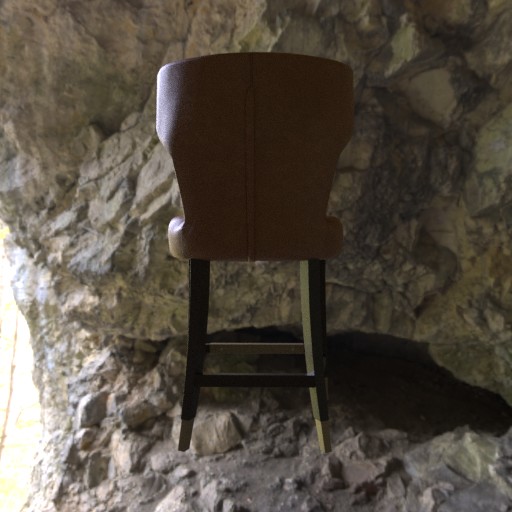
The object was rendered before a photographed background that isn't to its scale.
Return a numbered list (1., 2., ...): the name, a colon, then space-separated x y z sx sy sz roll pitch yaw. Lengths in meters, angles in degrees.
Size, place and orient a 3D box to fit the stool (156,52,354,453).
1. stool: 0.000 0.000 1.313 0.526 0.982 0.563 0 0 1
